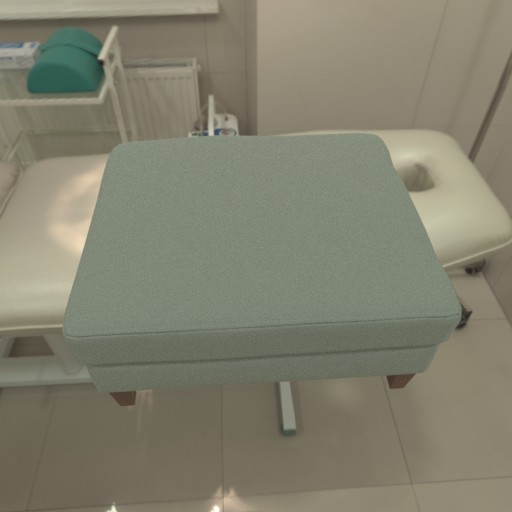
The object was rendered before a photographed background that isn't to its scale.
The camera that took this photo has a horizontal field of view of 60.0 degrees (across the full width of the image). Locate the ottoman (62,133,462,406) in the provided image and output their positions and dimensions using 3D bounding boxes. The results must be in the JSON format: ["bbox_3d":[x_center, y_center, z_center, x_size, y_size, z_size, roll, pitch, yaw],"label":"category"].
[{"bbox_3d":[0.000,0.000,1.477,0.991,0.494,0.842,-3,47,-3],"label":"ottoman"}]
